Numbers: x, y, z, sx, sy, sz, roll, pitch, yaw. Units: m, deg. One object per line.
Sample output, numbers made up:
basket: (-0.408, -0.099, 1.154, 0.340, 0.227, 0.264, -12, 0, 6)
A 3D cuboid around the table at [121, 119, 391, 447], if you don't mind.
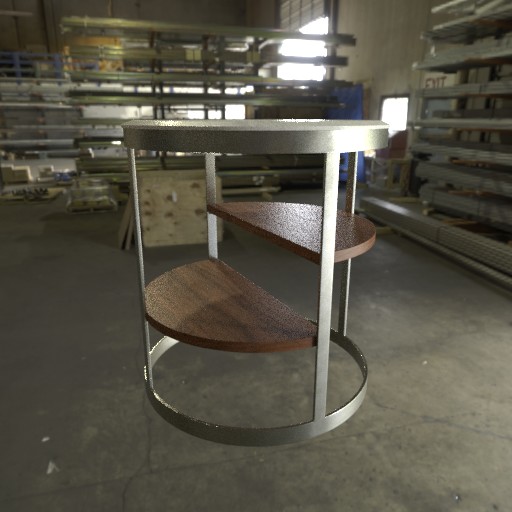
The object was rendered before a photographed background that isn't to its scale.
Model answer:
table: (0.000, 0.000, 0.761, 0.407, 0.447, 0.407, 0, 17, 0)
